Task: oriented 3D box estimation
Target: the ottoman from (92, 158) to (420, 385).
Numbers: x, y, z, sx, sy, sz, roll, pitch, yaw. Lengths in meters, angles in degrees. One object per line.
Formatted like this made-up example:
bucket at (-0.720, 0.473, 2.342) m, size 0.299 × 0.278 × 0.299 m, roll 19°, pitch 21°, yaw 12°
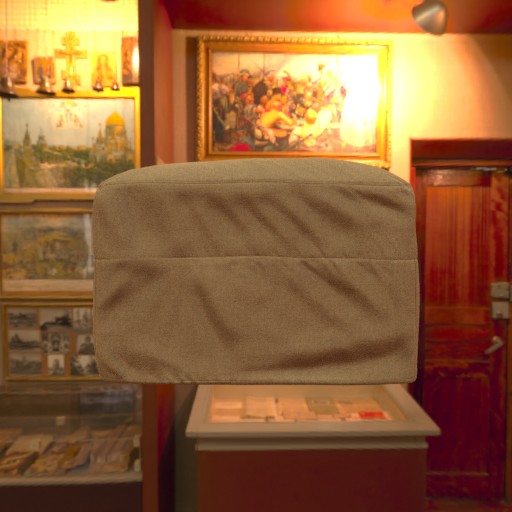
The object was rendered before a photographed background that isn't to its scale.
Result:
ottoman at (0.000, 0.000, 1.266) m, size 0.683 × 0.481 × 0.837 m, roll 0°, pitch 1°, yaw 1°
